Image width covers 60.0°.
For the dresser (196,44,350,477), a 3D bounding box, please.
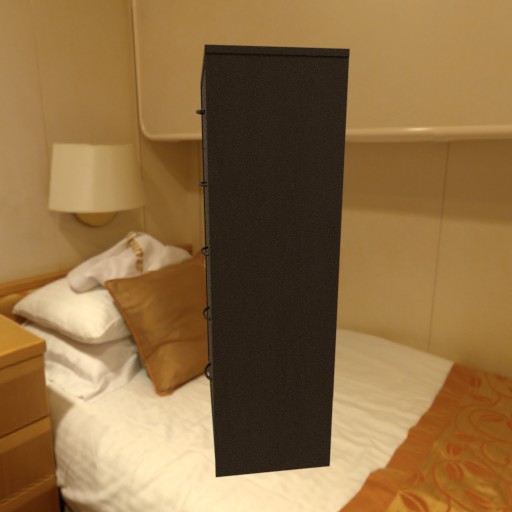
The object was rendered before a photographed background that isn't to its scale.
[{"bbox_3d":[0.000,0.000,1.600,0.399,1.255,0.704,-2,14,-8],"label":"dresser"}]
